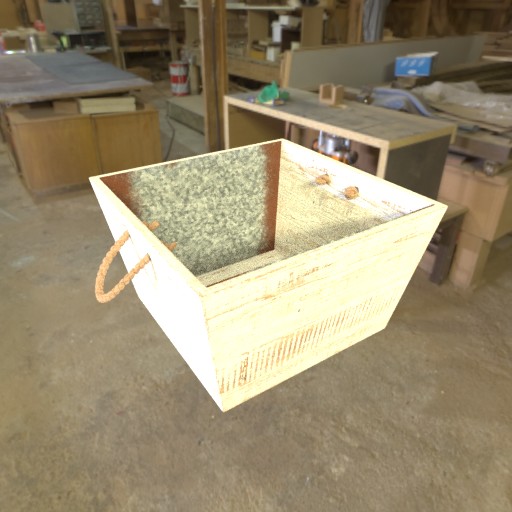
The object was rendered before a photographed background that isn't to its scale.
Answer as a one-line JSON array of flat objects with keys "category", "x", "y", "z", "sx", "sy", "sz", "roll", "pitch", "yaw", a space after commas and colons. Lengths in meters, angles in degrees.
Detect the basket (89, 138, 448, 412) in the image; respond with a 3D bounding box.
[{"category": "basket", "x": 0.000, "y": 0.000, "z": 0.773, "sx": 0.545, "sy": 0.247, "sz": 0.413, "roll": -19, "pitch": 36, "yaw": -28}]
